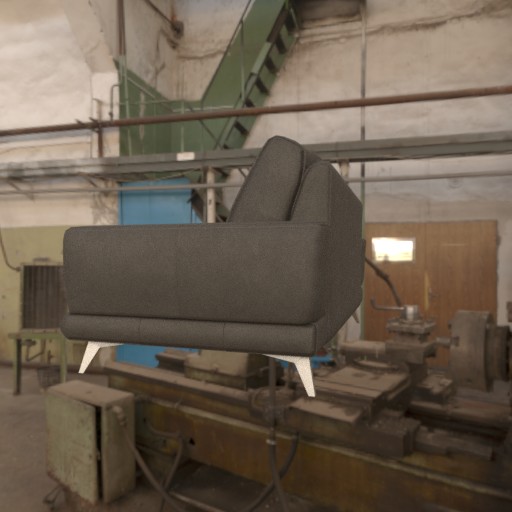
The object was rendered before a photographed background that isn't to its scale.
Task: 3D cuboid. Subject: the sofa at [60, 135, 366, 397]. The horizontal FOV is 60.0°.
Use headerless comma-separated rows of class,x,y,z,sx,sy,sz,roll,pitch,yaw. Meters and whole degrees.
sofa,0.000,0.000,2.356,1.018,0.907,1.806,0,0,18
